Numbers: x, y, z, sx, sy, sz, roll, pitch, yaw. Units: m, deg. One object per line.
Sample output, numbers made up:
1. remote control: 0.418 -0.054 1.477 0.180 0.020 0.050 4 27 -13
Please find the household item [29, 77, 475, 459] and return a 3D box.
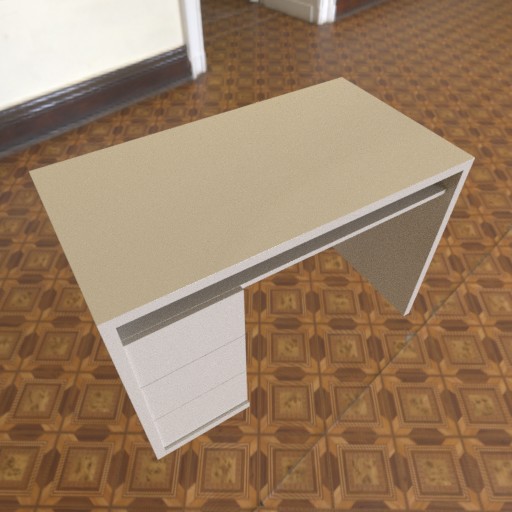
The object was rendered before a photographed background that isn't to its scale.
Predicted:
1. household item: 0.000 0.000 1.513 1.100 0.749 0.597 -24 51 -21
